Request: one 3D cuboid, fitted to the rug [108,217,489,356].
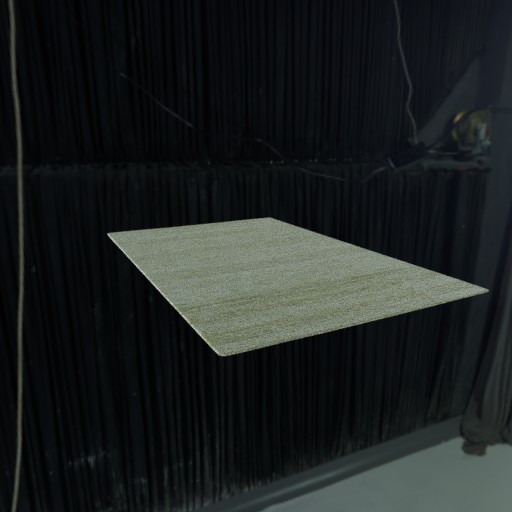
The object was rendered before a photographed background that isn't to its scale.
[{"bbox_3d":[0.000,0.000,2.217,1.143,0.010,1.758,-8,17,-27],"label":"rug"}]
